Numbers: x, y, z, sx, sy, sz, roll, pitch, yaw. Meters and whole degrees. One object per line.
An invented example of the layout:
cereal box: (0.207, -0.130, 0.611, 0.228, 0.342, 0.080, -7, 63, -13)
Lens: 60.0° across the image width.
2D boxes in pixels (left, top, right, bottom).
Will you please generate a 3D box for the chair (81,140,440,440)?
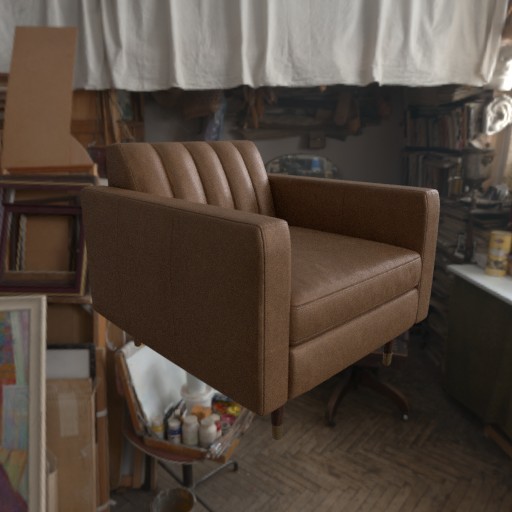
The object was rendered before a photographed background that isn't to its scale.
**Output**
chair: (0.000, 0.000, 1.667, 0.953, 0.819, 0.998, -15, 22, -42)
